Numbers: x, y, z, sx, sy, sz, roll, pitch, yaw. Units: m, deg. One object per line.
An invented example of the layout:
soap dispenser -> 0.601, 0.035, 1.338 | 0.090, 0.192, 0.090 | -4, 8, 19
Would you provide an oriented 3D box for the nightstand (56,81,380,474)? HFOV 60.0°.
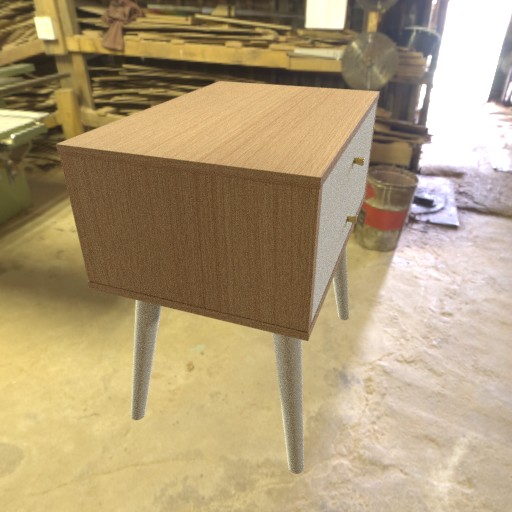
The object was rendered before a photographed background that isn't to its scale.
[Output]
nightstand -> 0.000, 0.000, 0.966 | 0.407, 0.610, 0.571 | 11, 32, 17
